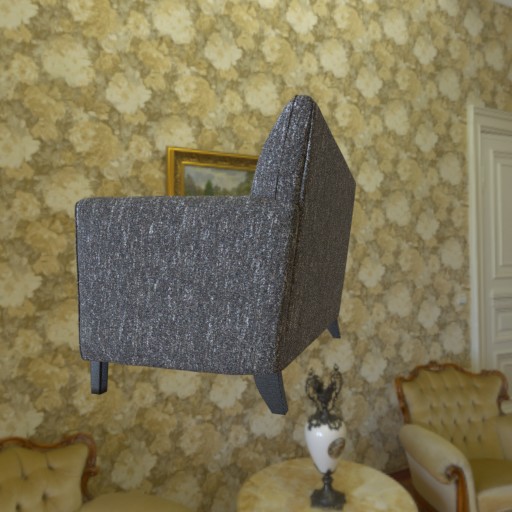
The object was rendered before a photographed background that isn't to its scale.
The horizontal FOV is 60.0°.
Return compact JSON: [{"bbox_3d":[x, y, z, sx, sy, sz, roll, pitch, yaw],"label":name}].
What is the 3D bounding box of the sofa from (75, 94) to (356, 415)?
[{"bbox_3d":[0.000,0.000,2.051,0.801,0.946,1.519,0,-1,17],"label":"sofa"}]
